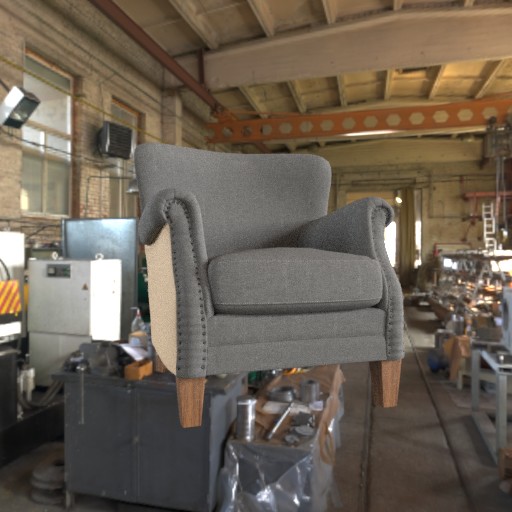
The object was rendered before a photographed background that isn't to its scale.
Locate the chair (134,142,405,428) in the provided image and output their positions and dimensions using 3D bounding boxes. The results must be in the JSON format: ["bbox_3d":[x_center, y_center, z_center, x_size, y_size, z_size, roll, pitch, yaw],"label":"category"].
[{"bbox_3d":[0.000,0.000,1.660,0.861,0.936,0.921,0,0,-18],"label":"chair"}]
